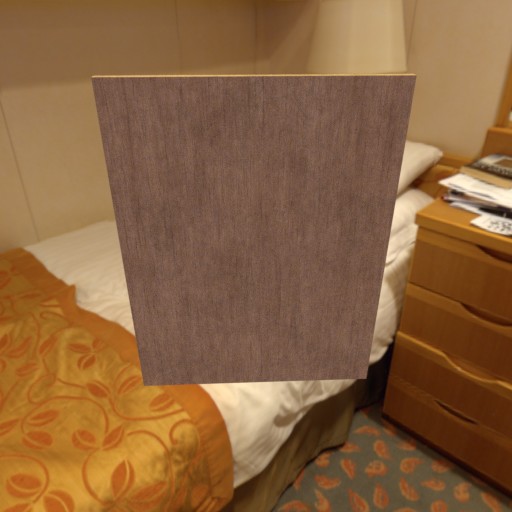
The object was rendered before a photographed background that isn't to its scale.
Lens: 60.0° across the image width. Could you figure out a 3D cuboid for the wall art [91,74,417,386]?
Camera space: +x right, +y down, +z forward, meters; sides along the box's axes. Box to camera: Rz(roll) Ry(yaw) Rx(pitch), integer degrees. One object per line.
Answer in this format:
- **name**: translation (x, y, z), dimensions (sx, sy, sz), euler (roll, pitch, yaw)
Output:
- **wall art**: translation (0.000, 0.000, 0.902), dimensions (0.534, 0.686, 0.018), euler (-1, 29, -2)
